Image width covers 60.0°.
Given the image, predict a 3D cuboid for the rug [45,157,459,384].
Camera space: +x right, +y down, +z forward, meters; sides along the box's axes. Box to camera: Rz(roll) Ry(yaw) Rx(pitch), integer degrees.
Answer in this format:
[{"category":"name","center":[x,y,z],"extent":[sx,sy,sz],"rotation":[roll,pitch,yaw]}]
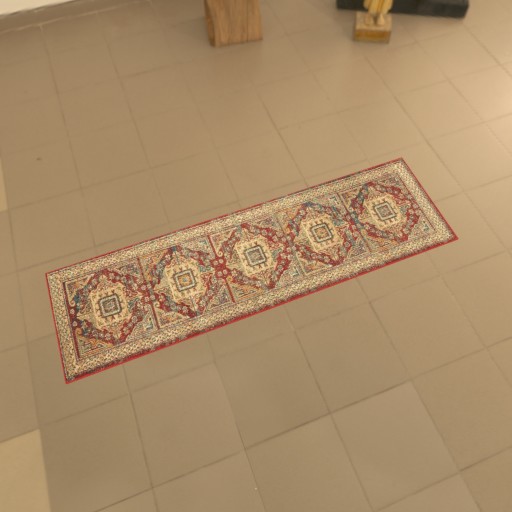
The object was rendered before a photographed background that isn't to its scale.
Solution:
[{"category":"rug","center":[0.000,0.000,2.545],"extent":[2.292,0.015,0.659],"rotation":[-19,64,-10]}]
